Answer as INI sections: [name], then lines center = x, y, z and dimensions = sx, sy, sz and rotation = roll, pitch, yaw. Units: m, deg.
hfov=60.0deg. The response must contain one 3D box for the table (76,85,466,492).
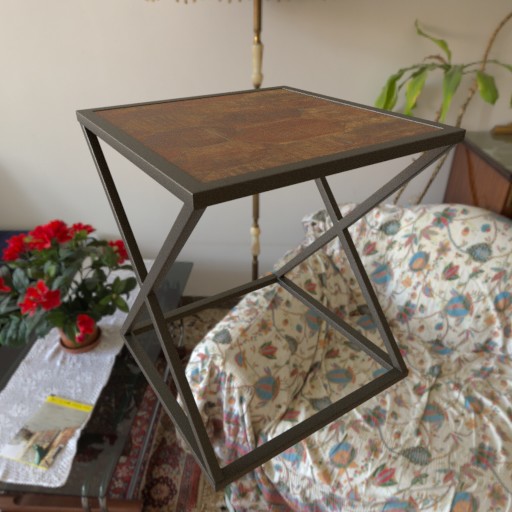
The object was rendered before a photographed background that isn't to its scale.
[table]
center = 0.000, 0.000, 0.931
dimensions = 0.500, 0.565, 0.500
rotation = -18, 35, -28
